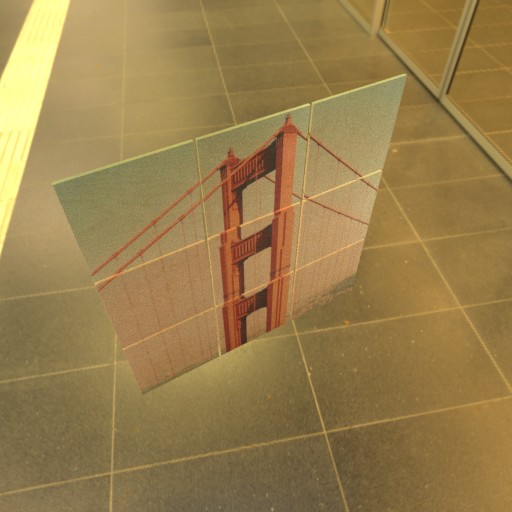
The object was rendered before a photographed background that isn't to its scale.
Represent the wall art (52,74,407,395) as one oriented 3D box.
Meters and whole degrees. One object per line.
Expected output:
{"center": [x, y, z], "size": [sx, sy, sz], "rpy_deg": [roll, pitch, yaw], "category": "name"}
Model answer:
{"center": [0.000, 0.000, 1.796], "size": [1.214, 1.219, 0.013], "rpy_deg": [-23, 52, -20], "category": "wall art"}
